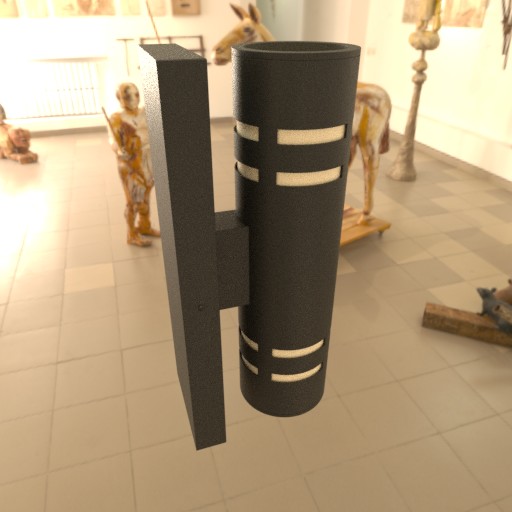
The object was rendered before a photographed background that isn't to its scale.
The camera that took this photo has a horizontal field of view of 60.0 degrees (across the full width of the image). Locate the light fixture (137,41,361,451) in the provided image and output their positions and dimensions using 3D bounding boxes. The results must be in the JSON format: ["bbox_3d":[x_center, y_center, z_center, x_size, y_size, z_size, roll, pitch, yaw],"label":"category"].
[{"bbox_3d":[0.000,0.000,0.387,0.149,0.330,0.105,-10,31,-16],"label":"light fixture"}]
